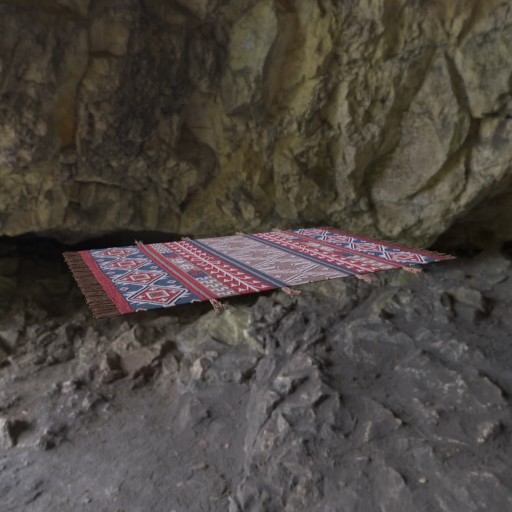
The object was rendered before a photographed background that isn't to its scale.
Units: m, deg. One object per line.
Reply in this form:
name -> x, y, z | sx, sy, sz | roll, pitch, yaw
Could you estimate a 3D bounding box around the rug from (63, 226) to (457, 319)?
rug -> 0.000, 0.000, 2.624 | 2.025, 0.040, 1.469 | -7, 15, -28
